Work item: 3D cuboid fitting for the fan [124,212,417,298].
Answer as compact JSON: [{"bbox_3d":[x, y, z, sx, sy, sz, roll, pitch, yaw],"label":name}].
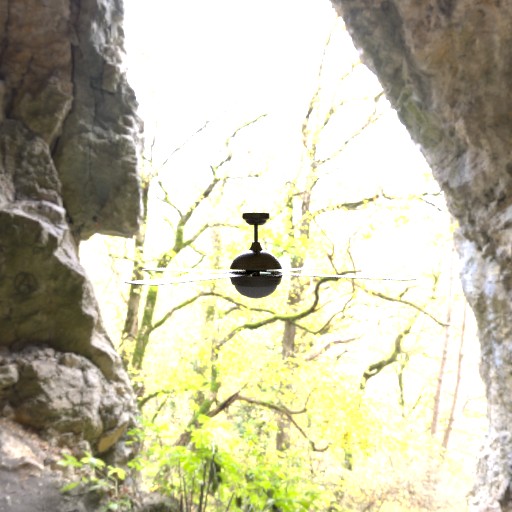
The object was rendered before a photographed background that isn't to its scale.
[{"bbox_3d":[0.000,0.000,1.985,1.321,0.381,1.321,-1,1,-35],"label":"fan"}]
